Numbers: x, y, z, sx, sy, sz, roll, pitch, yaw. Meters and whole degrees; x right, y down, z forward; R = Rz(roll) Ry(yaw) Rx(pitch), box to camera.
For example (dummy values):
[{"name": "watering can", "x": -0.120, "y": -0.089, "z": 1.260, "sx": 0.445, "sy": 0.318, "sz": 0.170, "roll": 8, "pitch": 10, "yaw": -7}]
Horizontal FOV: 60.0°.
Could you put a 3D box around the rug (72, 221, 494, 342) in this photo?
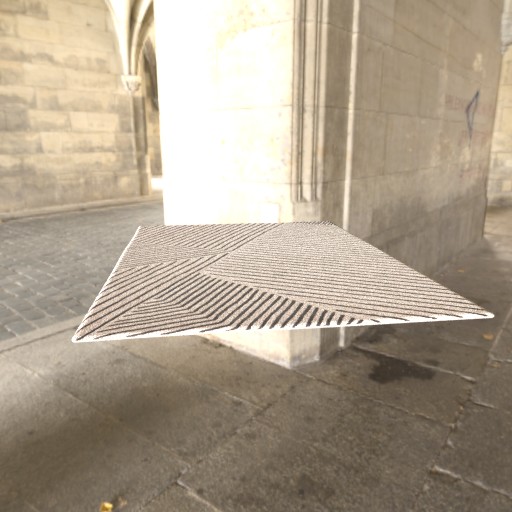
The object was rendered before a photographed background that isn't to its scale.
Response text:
[{"name": "rug", "x": 0.000, "y": 0.000, "z": 3.038, "sx": 1.829, "sy": 0.028, "sz": 2.449, "roll": -2, "pitch": 15, "yaw": -8}]
